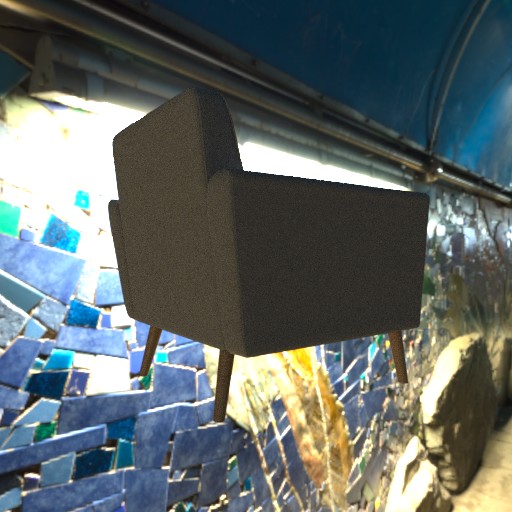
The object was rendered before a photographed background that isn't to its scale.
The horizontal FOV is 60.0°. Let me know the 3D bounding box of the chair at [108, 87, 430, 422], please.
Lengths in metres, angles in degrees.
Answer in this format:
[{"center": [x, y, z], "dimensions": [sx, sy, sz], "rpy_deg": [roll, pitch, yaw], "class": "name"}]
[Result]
[{"center": [0.000, 0.000, 1.421], "dimensions": [0.750, 0.780, 0.780], "rpy_deg": [-1, 1, -36], "class": "chair"}]
